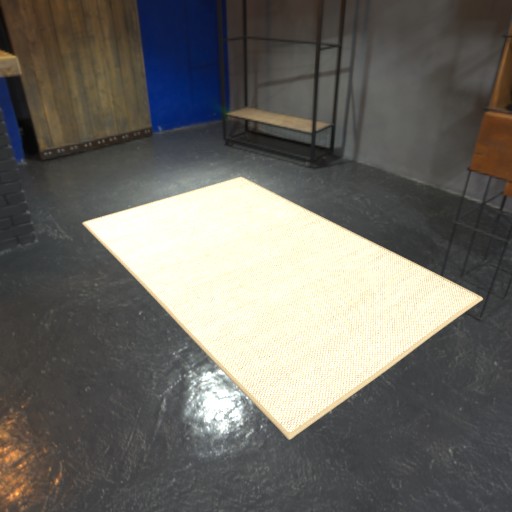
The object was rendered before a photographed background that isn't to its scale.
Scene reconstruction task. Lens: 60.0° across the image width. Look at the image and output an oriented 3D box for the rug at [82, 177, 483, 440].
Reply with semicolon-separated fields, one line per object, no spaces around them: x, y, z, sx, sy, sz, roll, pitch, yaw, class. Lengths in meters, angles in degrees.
0.000;0.000;2.085;1.062;0.013;1.667;-22;38;-31;rug
